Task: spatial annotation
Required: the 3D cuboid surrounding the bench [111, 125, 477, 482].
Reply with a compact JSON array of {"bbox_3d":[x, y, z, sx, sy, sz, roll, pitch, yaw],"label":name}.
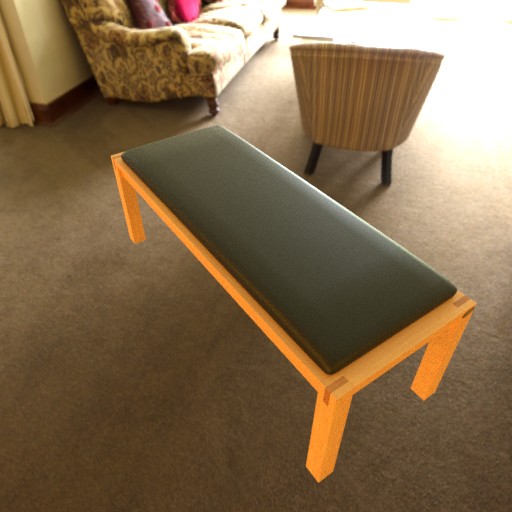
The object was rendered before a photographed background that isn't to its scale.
[{"bbox_3d":[0.000,0.000,1.439,0.450,0.430,1.202,-24,46,-26],"label":"bench"}]
